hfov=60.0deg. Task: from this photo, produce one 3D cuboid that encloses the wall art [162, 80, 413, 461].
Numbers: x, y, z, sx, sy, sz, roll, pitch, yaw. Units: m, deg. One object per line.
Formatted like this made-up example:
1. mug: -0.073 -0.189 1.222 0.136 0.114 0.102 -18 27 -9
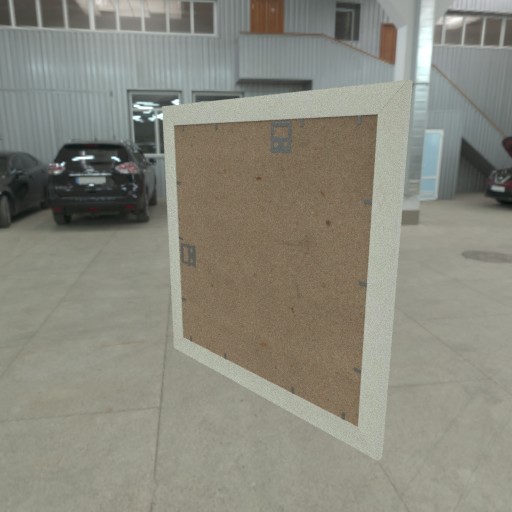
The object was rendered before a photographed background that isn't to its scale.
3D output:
1. wall art: 0.000 0.000 0.863 0.013 0.584 0.584 -13 19 -43
